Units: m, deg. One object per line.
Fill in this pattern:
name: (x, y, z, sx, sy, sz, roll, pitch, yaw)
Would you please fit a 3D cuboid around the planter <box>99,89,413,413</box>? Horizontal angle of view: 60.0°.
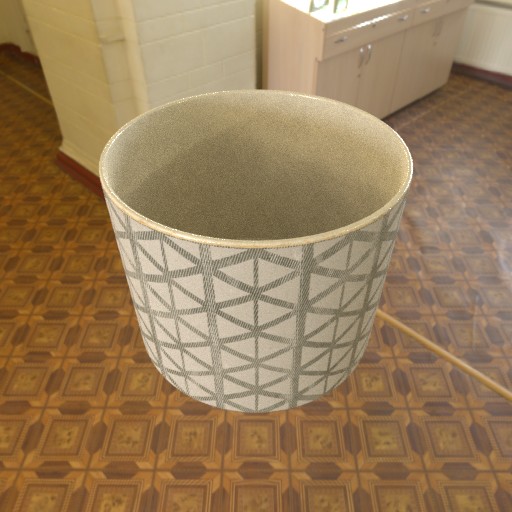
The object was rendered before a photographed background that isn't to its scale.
planter: (0.000, 0.000, 0.442, 0.250, 0.239, 0.250, 0, 41, 0)
